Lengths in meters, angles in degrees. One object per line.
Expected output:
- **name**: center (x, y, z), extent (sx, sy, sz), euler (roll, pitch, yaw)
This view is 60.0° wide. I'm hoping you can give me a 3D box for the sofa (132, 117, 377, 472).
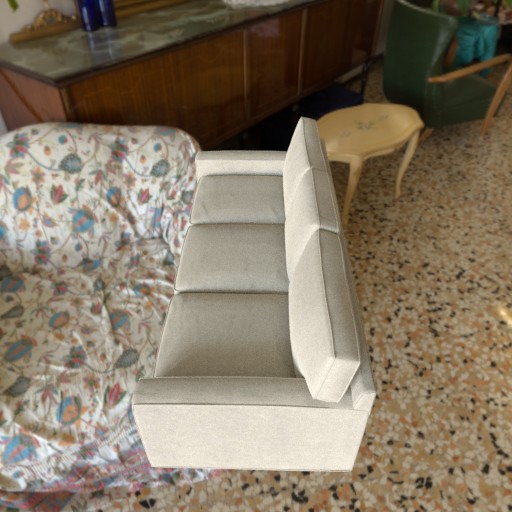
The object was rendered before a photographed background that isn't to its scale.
- **sofa**: center (0.000, 0.000, 2.560), extent (0.936, 0.862, 2.093), euler (1, 40, 1)
